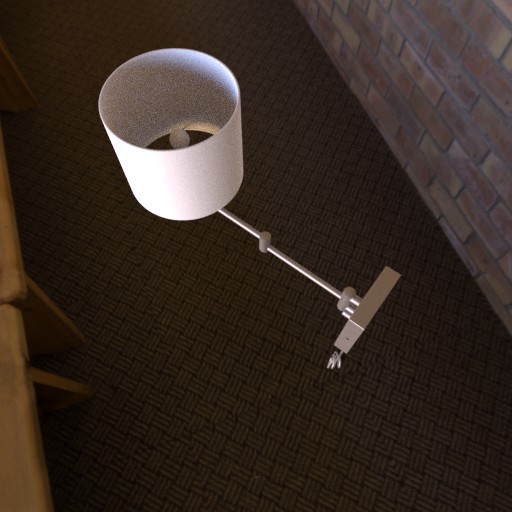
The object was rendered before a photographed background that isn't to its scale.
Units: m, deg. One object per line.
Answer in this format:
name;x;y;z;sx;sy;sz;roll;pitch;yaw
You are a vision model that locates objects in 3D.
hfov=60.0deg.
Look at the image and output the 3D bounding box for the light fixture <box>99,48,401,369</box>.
light fixture;0.000;0.000;0.889;0.516;0.651;0.203;34;68;16
